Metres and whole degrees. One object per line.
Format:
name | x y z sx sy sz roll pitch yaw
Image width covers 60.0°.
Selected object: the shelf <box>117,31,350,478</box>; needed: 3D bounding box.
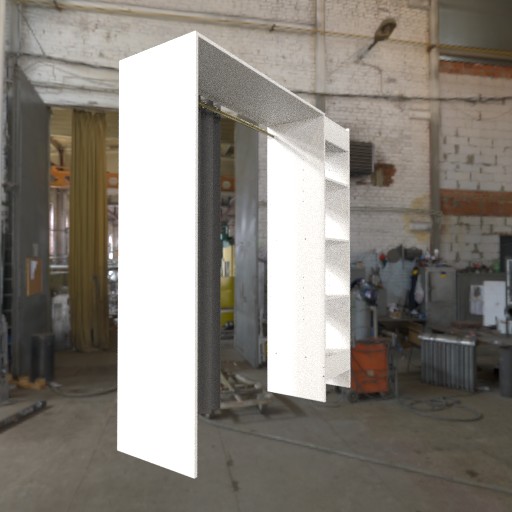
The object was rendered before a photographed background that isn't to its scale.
shelf | 0.000 0.000 2.589 0.500 1.810 1.600 -1 -1 34
